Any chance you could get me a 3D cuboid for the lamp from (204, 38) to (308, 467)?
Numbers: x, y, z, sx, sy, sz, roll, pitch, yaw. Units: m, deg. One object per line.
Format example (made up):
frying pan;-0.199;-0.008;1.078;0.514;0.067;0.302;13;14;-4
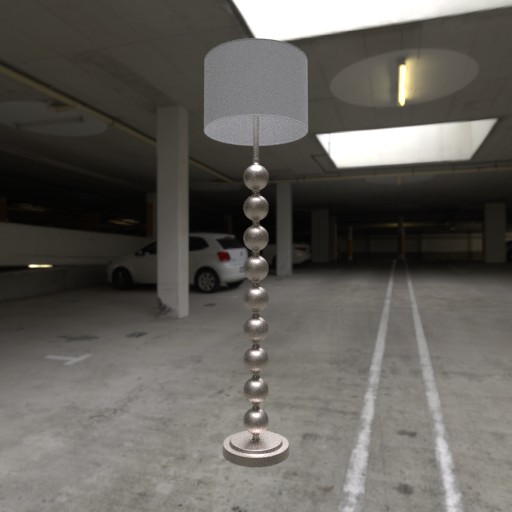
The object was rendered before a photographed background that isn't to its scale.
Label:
lamp;0.000;0.000;1.677;0.394;1.474;0.394;0;-1;18
